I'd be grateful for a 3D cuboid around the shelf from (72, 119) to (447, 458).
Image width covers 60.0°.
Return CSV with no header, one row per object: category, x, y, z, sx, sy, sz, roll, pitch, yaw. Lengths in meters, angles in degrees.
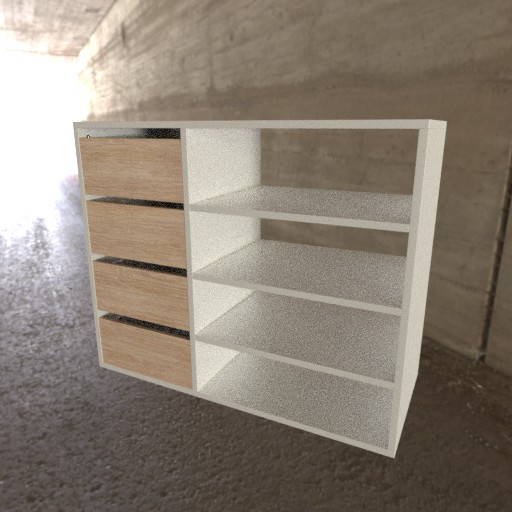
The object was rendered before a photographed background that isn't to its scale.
shelf,0.000,0.000,1.260,0.895,0.732,0.396,8,18,25
